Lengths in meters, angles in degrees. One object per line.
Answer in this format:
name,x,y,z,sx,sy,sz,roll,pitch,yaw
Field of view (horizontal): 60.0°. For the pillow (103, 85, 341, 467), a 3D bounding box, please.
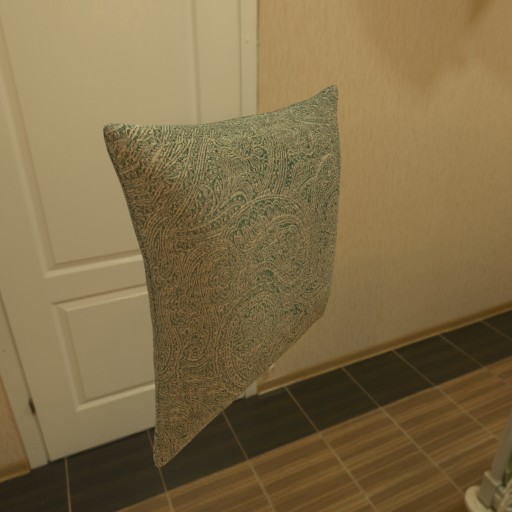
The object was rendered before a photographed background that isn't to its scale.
pillow,0.000,0.000,0.753,0.166,0.507,0.526,18,31,32
